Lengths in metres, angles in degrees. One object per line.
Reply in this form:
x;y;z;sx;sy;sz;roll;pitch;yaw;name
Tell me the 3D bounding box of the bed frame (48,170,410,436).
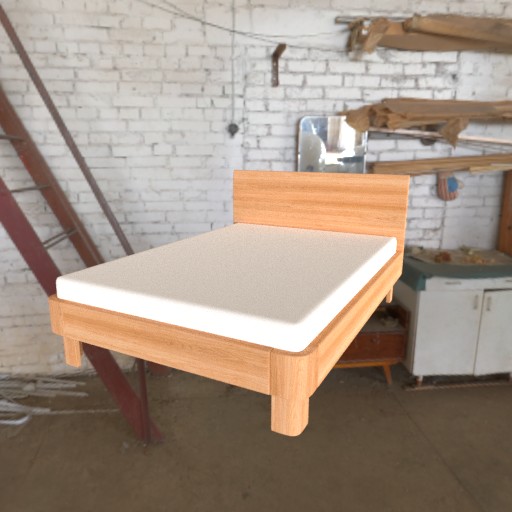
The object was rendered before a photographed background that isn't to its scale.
0.000;0.000;2.806;1.472;0.940;1.992;7;16;27;bed frame
